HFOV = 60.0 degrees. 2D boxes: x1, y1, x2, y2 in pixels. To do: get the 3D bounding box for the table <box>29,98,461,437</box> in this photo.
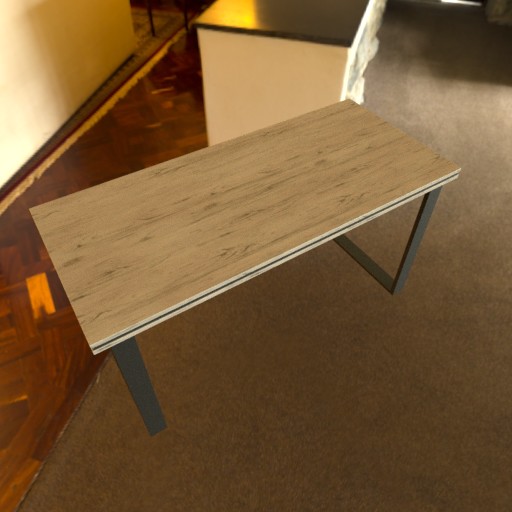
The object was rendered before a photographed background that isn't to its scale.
[{"bbox_3d":[0.000,0.000,2.307,1.778,0.899,0.795,-25,52,-22],"label":"table"}]
